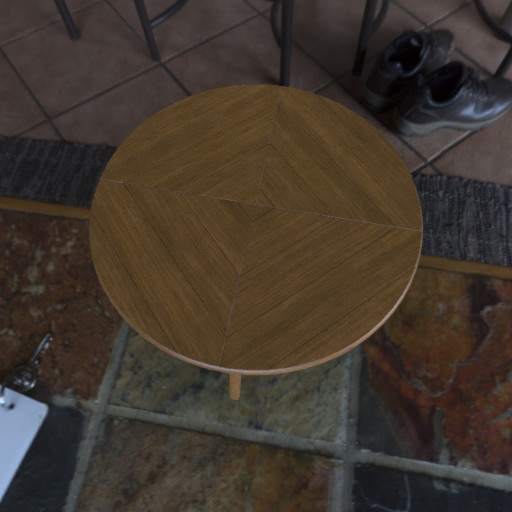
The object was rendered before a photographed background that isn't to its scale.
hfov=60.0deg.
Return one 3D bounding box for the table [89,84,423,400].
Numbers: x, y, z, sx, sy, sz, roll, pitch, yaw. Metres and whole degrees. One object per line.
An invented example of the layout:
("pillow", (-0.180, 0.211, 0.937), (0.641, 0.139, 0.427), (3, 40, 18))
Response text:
("table", (0.000, 0.000, 1.747), (1.055, 0.757, 1.055), (0, 64, 0))
